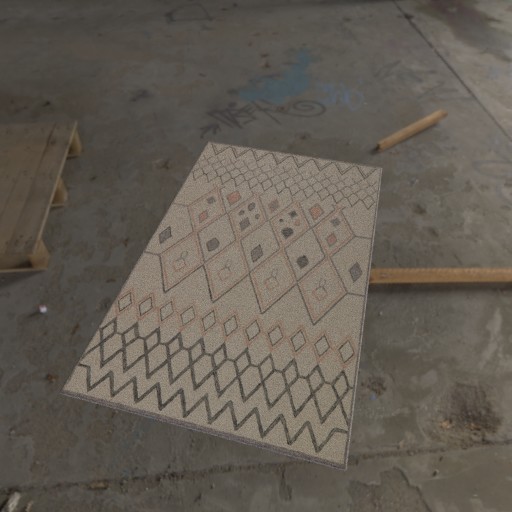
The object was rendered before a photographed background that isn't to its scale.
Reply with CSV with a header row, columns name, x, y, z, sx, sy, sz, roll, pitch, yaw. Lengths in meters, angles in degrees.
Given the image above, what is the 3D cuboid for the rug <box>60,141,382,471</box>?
name,x,y,z,sx,sy,sz,roll,pitch,yaw
rug,0.000,0.000,3.018,1.524,0.015,2.438,11,49,10
